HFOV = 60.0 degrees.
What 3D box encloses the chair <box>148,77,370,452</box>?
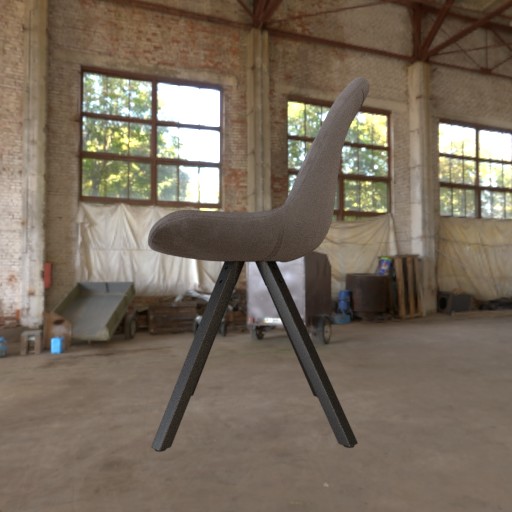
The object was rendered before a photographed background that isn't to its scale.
[{"bbox_3d":[0.000,0.000,1.173,0.550,0.850,0.476,0,-2,-1],"label":"chair"}]
